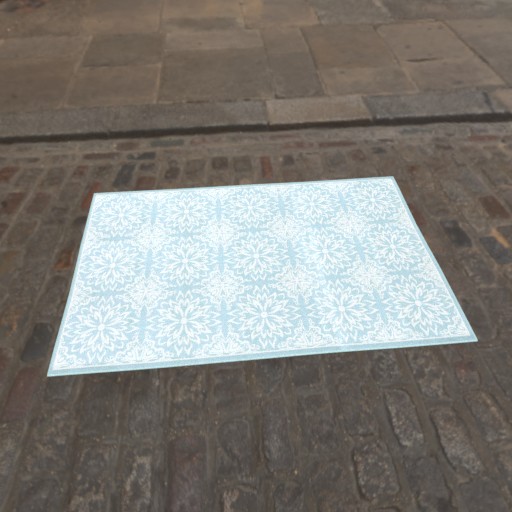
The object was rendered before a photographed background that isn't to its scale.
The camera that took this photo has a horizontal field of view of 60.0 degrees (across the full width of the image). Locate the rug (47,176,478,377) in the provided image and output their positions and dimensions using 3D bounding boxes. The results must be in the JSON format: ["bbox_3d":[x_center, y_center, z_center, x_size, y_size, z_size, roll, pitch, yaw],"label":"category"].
[{"bbox_3d":[0.000,0.000,2.298,1.840,0.012,1.219,-4,46,-4],"label":"rug"}]
